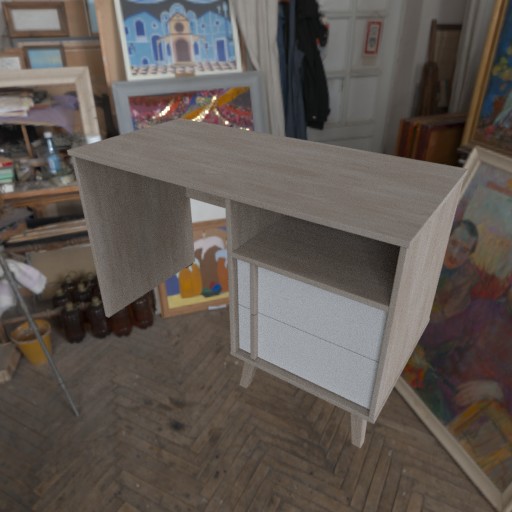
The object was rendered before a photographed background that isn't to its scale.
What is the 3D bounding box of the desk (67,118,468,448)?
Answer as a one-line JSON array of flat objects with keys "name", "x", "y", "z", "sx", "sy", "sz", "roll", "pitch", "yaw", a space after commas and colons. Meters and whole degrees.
[{"name": "desk", "x": 0.000, "y": 0.000, "z": 1.714, "sx": 1.251, "sy": 0.770, "sz": 0.600, "roll": 19, "pitch": 35, "yaw": 29}]
